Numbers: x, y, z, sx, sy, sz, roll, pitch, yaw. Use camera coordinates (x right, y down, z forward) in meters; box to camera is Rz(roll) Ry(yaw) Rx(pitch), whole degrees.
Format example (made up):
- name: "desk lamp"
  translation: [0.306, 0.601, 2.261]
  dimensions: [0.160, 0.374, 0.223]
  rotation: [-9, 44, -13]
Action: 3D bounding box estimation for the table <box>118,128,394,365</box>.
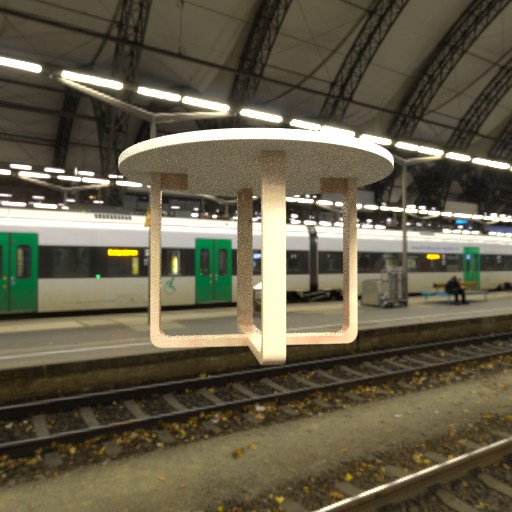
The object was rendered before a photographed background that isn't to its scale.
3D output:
- name: "table"
  translation: [0.000, 0.000, 1.008]
  dimensions: [0.600, 0.400, 0.600]
  rotation: [0, -1, 0]
